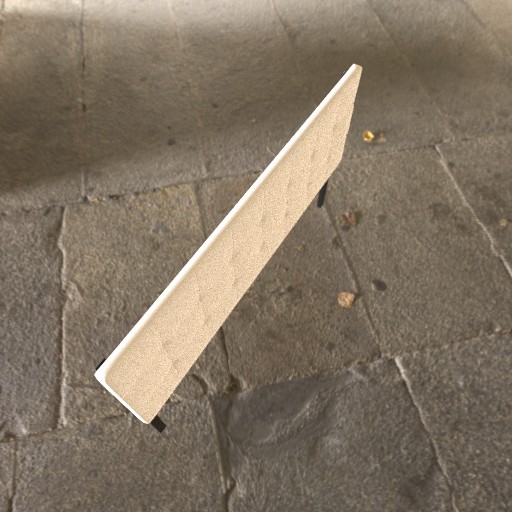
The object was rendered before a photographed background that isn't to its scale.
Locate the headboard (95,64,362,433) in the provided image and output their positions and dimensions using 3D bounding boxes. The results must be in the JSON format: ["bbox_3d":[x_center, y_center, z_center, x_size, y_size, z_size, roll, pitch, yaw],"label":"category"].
[{"bbox_3d":[0.000,0.000,2.872,0.120,1.410,2.362,29,63,16],"label":"headboard"}]
